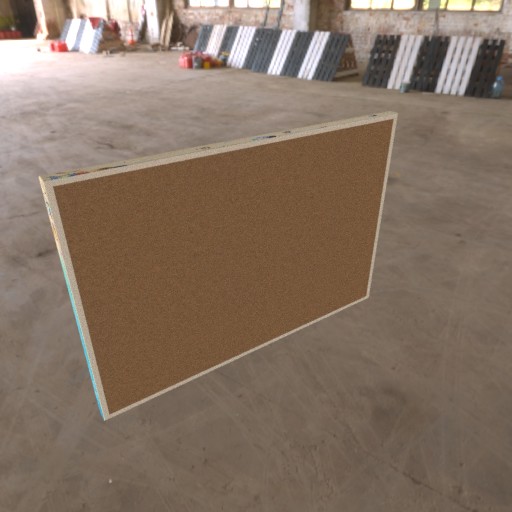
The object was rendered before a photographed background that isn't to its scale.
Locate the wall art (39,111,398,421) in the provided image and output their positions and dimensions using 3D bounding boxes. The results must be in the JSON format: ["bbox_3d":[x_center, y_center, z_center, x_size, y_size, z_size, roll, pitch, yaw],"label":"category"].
[{"bbox_3d":[0.000,0.000,1.436,1.136,0.769,0.040,-19,35,-29],"label":"wall art"}]
